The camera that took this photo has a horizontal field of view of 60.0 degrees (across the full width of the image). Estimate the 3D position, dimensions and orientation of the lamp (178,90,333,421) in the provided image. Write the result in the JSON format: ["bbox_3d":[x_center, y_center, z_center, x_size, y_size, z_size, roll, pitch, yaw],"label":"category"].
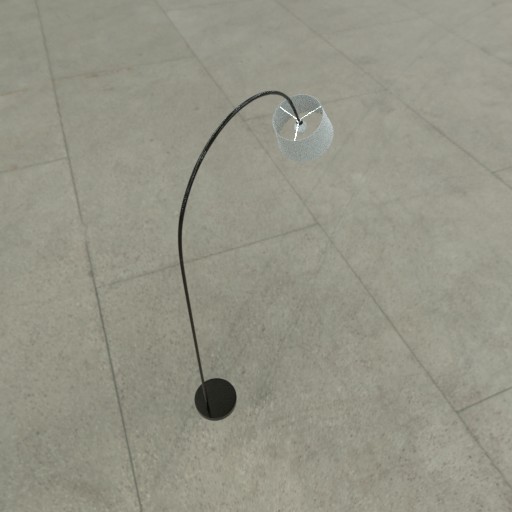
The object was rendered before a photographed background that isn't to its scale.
[{"bbox_3d":[0.000,0.000,2.714,0.331,2.104,1.363,25,52,21],"label":"lamp"}]
